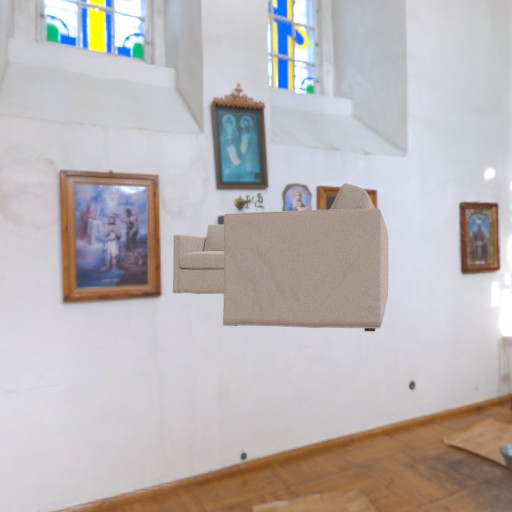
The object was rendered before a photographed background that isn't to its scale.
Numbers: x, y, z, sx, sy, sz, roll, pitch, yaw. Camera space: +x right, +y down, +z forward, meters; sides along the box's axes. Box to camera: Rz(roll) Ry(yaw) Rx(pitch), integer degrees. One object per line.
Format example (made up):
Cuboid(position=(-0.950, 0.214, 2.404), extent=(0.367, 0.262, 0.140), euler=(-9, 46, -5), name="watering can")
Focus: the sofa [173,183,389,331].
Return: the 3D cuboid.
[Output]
Cuboid(position=(0.000, 0.000, 4.286), extent=(2.432, 0.871, 3.182), euler=(0, 0, 18), name="sofa")
